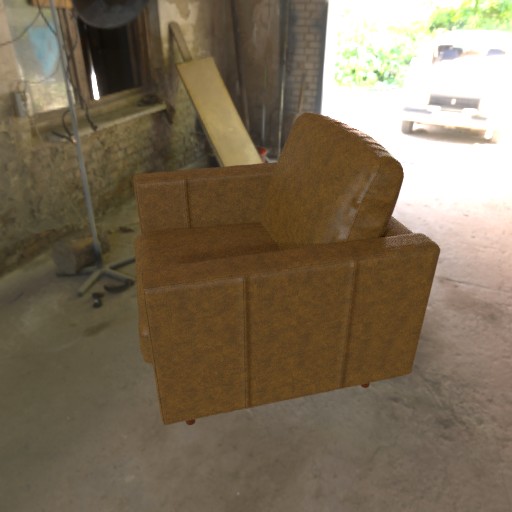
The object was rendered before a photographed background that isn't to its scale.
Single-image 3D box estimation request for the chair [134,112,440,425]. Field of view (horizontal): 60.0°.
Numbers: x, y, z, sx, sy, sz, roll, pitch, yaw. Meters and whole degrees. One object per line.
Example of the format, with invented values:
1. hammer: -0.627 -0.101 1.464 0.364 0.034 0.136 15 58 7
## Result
1. chair: 0.000 0.000 1.689 0.909 0.956 0.890 -8 31 -13
